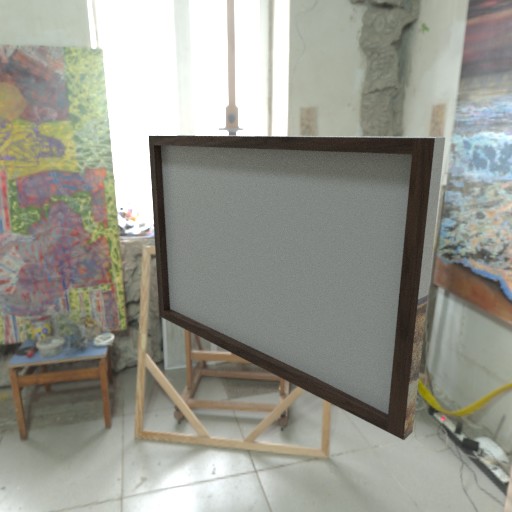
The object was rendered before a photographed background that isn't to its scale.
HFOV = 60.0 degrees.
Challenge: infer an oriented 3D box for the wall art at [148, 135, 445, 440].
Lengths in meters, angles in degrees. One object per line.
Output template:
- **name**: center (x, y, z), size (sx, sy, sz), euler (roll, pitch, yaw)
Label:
- **wall art**: center (0.000, 0.000, 1.454), size (0.051, 0.761, 1.138), euler (-15, 22, -43)
